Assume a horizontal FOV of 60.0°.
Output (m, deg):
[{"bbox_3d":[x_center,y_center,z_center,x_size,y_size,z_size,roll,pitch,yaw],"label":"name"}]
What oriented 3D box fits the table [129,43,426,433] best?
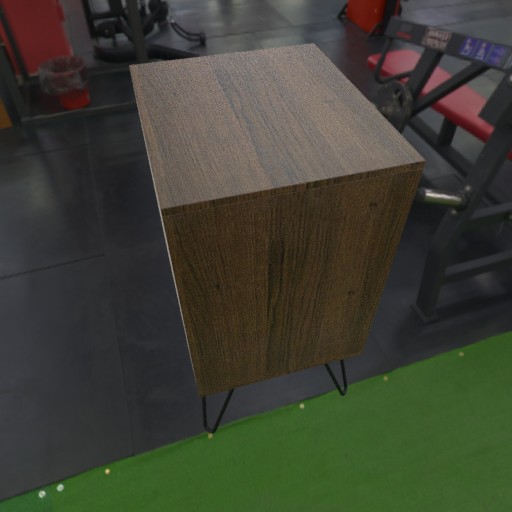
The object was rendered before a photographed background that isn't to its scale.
[{"bbox_3d":[0.000,0.000,1.193,0.457,0.866,0.526,-12,48,-11],"label":"table"}]
